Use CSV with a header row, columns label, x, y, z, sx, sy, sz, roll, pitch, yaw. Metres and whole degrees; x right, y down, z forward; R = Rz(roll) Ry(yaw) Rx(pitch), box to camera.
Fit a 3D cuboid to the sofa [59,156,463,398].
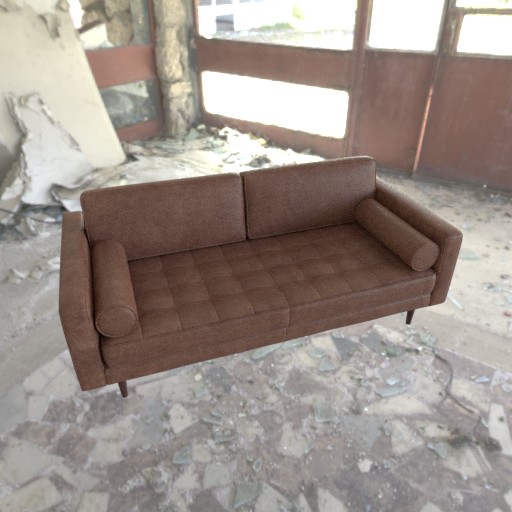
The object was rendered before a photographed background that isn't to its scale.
label,x,y,z,sx,sy,sz,roll,pitch,yaw
sofa,0.000,0.000,2.330,1.870,0.760,0.910,-10,33,-16
